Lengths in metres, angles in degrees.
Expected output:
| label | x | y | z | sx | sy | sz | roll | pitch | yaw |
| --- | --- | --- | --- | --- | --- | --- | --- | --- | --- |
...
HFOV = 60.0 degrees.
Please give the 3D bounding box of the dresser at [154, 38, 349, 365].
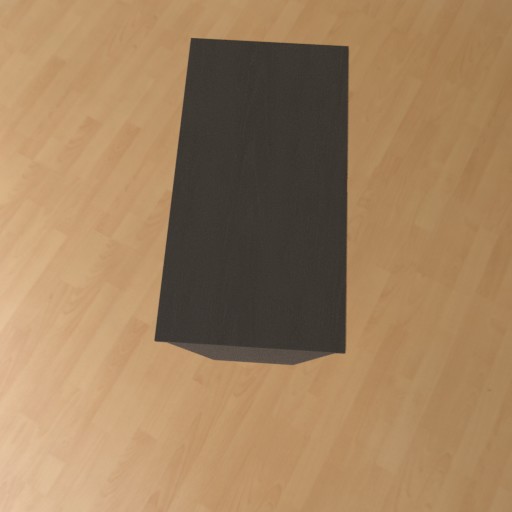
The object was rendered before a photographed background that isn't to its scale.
| label | x | y | z | sx | sy | sz | roll | pitch | yaw |
| --- | --- | --- | --- | --- | --- | --- | --- | --- | --- |
| dresser | 0.000 | 0.000 | 1.553 | 0.399 | 1.255 | 0.704 | 3 | 75 | 1 |
